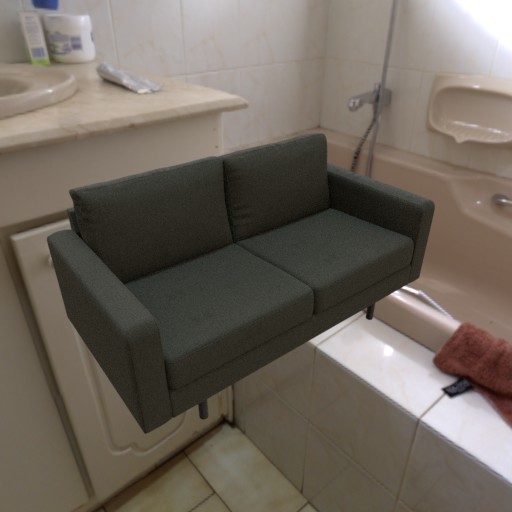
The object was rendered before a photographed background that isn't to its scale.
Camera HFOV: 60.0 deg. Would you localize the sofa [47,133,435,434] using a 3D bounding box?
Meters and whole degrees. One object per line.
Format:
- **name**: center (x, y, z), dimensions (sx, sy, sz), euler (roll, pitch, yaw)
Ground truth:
- **sofa**: center (0.000, 0.000, 2.263), dimensions (1.730, 0.897, 0.889), euler (-22, 37, -32)
